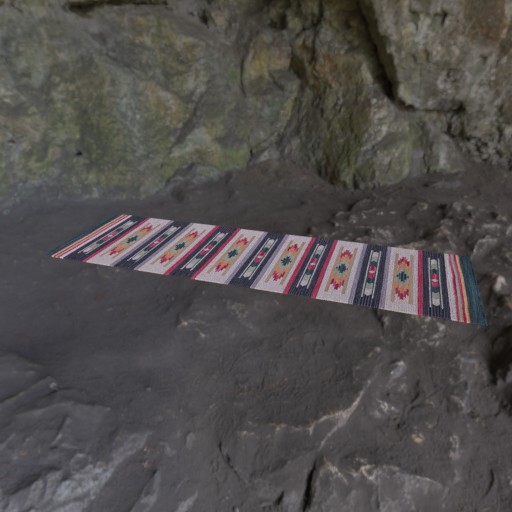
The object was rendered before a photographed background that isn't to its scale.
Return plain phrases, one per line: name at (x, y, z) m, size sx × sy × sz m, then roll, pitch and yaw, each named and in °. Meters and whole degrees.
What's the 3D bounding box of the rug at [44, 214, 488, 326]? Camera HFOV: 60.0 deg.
rug at (0.000, 0.000, 2.654) m, size 2.440 × 0.009 × 0.760 m, roll 8°, pitch 26°, yaw 16°
